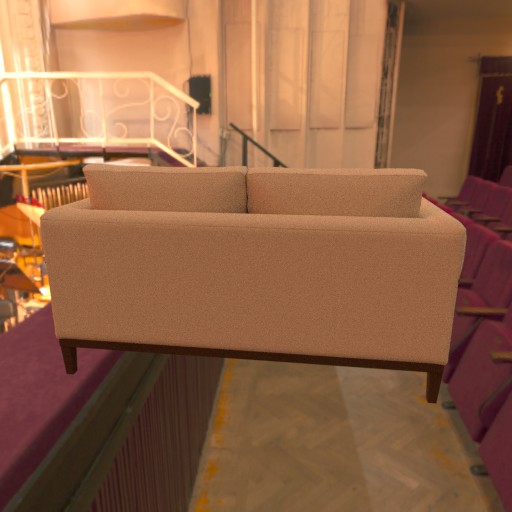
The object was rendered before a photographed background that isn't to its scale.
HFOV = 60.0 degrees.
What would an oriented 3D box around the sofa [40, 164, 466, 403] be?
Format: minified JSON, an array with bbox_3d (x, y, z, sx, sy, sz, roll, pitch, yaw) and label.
[{"bbox_3d":[0.000,0.000,2.088,1.598,0.873,0.905,2,16,8],"label":"sofa"}]
